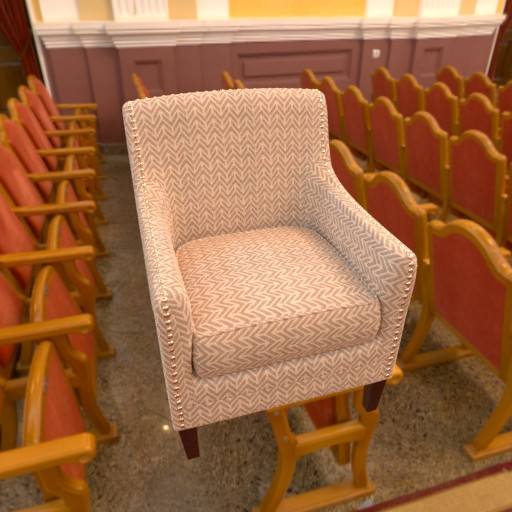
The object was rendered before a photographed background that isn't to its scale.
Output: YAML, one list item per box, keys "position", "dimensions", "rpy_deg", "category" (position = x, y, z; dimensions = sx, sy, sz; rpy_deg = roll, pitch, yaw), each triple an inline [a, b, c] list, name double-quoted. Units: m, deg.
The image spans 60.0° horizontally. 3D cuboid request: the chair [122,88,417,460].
- position: [0.000, 0.000, 1.291]
  dimensions: [0.623, 0.816, 0.651]
  rpy_deg: [-9, 33, -14]
  category: "chair"
